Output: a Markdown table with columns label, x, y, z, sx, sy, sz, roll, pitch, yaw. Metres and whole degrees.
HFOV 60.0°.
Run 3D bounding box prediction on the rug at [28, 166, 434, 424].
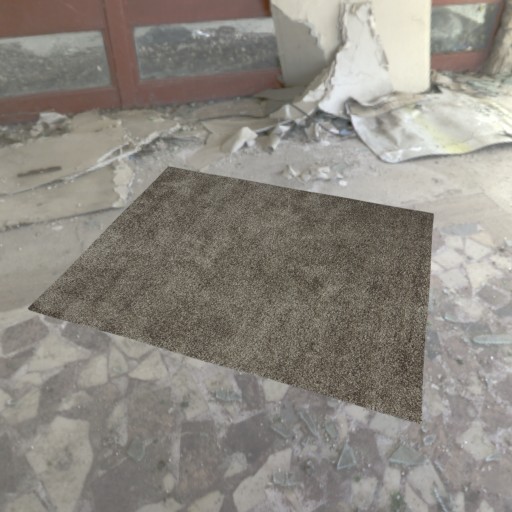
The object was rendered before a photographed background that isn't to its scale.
| label | x | y | z | sx | sy | sz | roll | pitch | yaw |
| --- | --- | --- | --- | --- | --- | --- | --- | --- | --- |
| rug | 0.000 | 0.000 | 4.001 | 3.000 | 0.025 | 2.401 | 12 | 42 | 14 |
